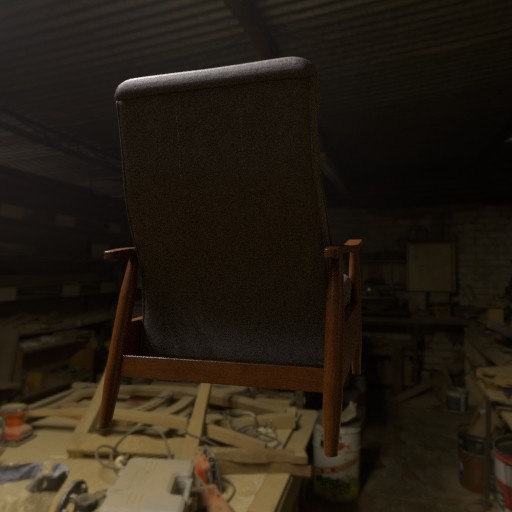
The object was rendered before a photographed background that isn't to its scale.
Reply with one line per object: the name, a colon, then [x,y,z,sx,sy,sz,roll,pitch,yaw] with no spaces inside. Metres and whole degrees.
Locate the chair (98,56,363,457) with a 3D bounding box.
chair: [0.000,0.000,1.742,0.762,1.081,1.014,0,-2,17]
